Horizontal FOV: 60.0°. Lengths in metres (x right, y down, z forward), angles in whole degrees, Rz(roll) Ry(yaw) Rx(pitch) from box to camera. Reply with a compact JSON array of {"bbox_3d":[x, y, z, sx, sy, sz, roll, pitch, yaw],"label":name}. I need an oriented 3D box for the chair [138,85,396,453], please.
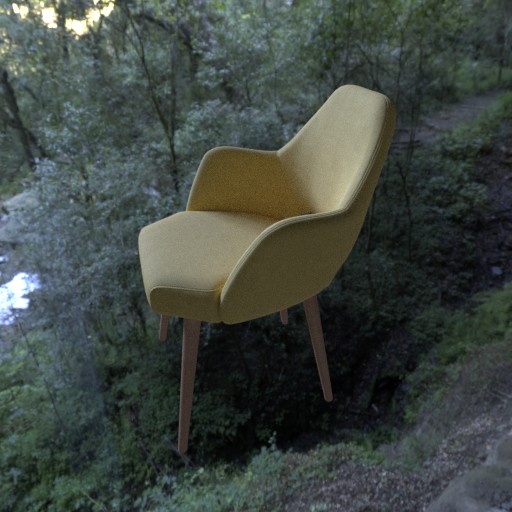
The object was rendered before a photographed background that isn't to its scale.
[{"bbox_3d":[0.000,0.000,1.214,0.610,0.840,0.590,-9,31,-15],"label":"chair"}]
